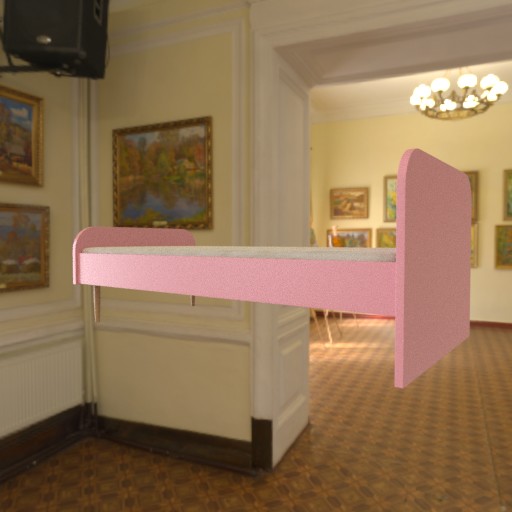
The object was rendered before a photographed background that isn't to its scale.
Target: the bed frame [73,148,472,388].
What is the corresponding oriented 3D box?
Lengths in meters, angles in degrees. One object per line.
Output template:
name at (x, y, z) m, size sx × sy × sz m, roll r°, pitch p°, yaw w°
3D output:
bed frame at (0.000, 0.000, 2.430) m, size 1.963 × 0.805 × 0.998 m, roll 1°, pitch 2°, yaw 37°
